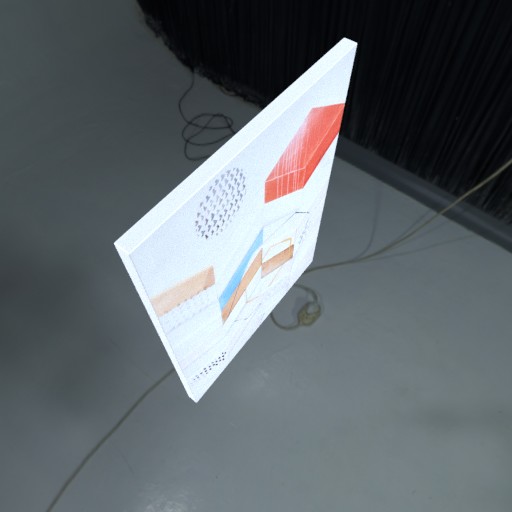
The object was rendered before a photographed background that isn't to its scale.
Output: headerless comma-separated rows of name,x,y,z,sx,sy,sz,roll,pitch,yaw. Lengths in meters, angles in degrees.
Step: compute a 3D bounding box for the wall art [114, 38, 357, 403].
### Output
wall art,0.000,0.000,1.620,0.046,1.221,0.914,33,64,19
